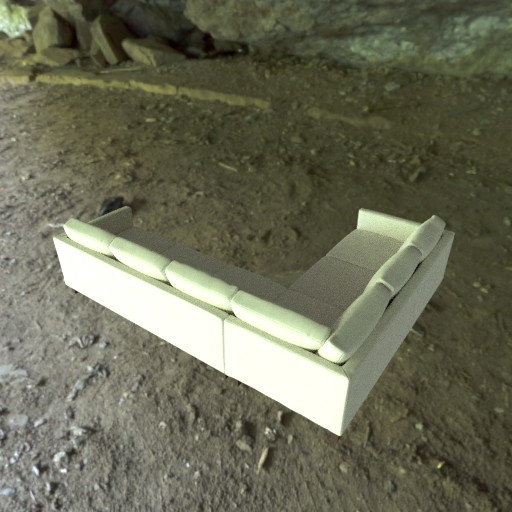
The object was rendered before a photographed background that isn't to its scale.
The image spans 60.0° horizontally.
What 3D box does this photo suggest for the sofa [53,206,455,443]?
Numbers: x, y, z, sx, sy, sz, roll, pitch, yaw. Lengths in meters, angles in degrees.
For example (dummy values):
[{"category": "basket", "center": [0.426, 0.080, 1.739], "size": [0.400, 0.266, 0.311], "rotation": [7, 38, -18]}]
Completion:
[{"category": "sofa", "center": [0.000, 0.000, 4.512], "size": [3.182, 0.863, 2.432], "rotation": [21, 37, 30]}]
